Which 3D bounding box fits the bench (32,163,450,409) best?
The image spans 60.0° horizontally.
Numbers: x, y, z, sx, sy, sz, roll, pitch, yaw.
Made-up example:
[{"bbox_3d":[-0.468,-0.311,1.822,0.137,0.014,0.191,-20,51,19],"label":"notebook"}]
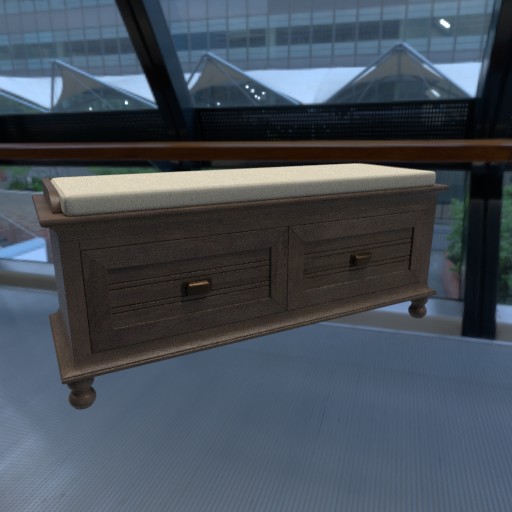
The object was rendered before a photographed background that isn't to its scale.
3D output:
[{"bbox_3d":[0.000,0.000,1.371,1.185,0.501,0.402,-8,18,-27],"label":"bench"}]
